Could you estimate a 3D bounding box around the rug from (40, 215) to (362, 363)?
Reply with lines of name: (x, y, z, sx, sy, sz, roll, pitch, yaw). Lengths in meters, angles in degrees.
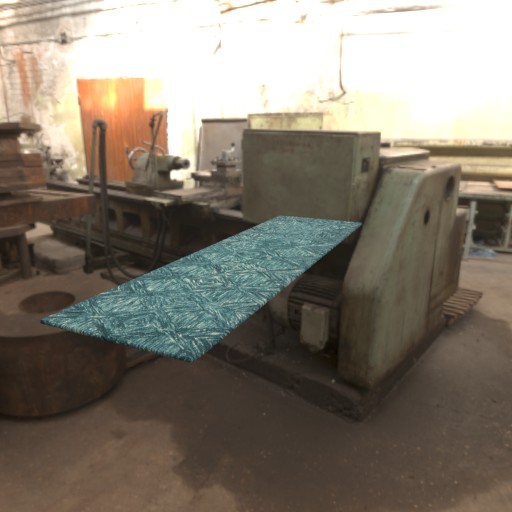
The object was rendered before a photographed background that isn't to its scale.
rug: (0.000, 0.000, 2.484, 0.676, 0.016, 2.286, 8, 18, 25)
